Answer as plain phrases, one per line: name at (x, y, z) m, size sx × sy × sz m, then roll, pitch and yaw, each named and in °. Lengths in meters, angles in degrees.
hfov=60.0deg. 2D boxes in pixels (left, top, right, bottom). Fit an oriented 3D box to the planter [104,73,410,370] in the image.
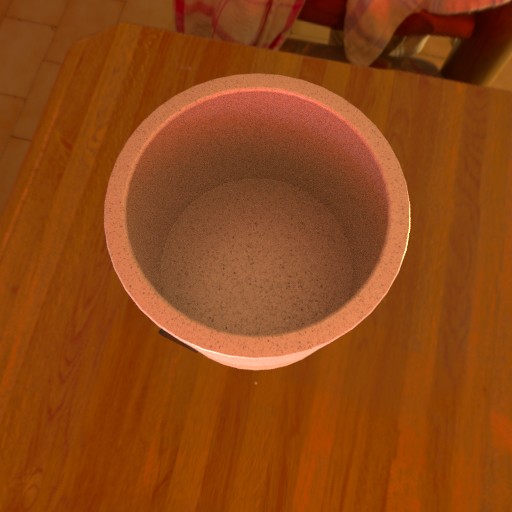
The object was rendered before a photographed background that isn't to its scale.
planter at (0.000, 0.000, 0.746) m, size 0.359 × 0.484 × 0.368 m, roll -17°, pitch 75°, yaw -5°
